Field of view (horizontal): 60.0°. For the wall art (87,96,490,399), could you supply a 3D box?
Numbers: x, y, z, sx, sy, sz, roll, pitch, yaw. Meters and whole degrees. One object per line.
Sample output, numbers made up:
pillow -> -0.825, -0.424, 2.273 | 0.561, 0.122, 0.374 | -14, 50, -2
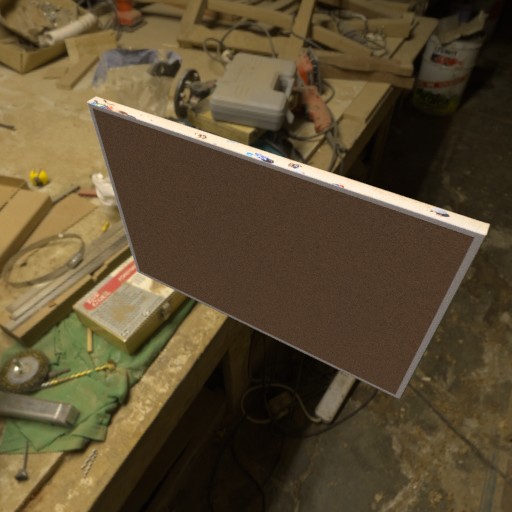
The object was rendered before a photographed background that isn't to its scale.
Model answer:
wall art -> 0.000, 0.000, 1.411 | 1.136, 0.769, 0.040 | 23, 51, 20
